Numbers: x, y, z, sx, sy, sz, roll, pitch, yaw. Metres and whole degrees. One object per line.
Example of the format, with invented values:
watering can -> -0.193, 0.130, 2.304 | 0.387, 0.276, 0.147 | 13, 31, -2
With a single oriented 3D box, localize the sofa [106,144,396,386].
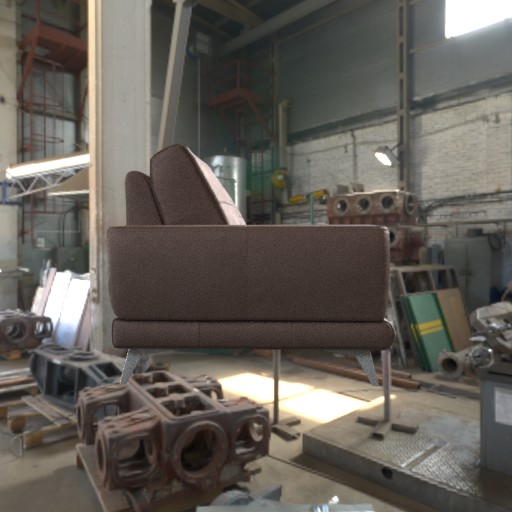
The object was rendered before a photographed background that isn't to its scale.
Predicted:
sofa -> 0.000, 0.000, 2.398 | 1.018, 0.907, 1.806 | 0, 1, 2
